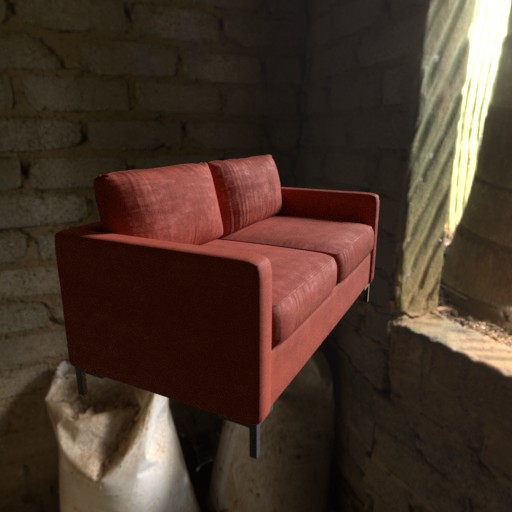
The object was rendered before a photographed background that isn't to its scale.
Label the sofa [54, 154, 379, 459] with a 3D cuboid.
[{"bbox_3d":[0.000,0.000,2.128,0.864,0.896,1.574,7,17,26],"label":"sofa"}]
